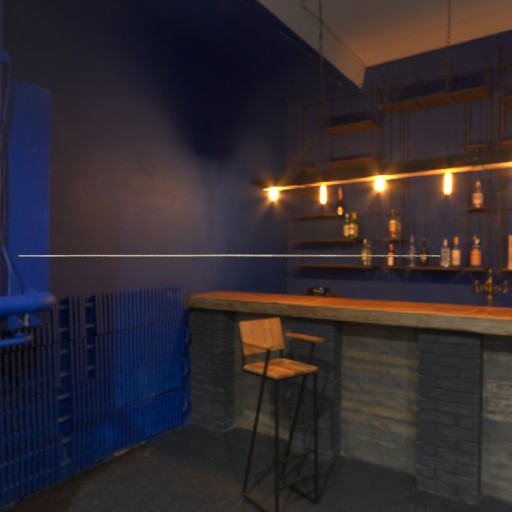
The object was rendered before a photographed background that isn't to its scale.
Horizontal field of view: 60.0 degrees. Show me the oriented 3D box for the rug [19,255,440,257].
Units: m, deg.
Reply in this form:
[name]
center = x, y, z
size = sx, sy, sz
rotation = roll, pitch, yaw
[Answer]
[rug]
center = 0.000, 0.000, 4.022
size = 2.444, 0.012, 3.048
rotation = 0, 0, 36
